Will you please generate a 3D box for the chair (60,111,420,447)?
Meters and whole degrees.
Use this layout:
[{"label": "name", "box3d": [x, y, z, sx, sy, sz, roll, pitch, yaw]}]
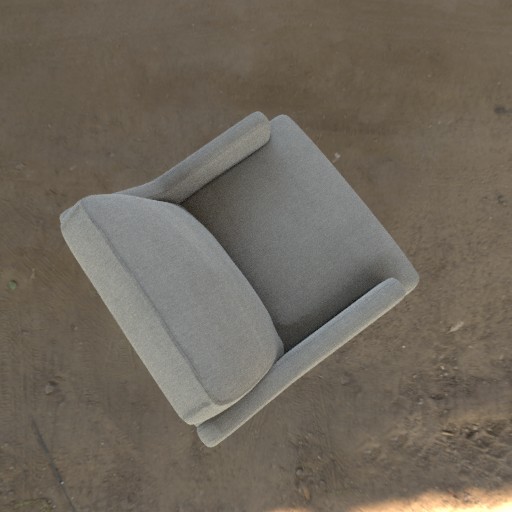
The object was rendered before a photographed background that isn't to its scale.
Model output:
[{"label": "chair", "box3d": [0.000, 0.000, 1.530, 0.892, 0.821, 0.826, -35, 79, -8]}]
